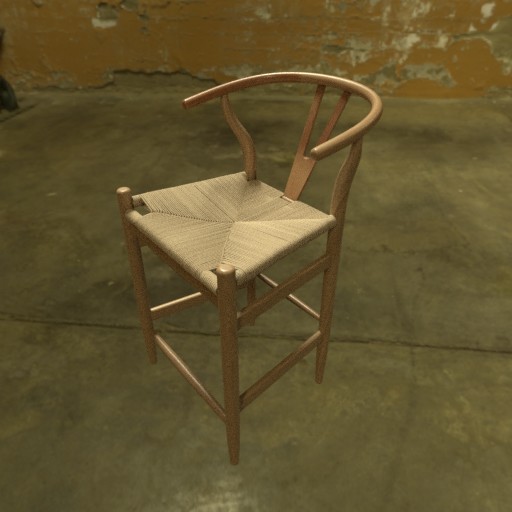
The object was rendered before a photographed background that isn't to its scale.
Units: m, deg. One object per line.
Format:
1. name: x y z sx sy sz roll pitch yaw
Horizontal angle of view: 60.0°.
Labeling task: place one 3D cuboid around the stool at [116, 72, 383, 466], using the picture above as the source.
1. stool: 0.000 0.000 1.293 0.575 0.923 0.536 -23 40 -32
